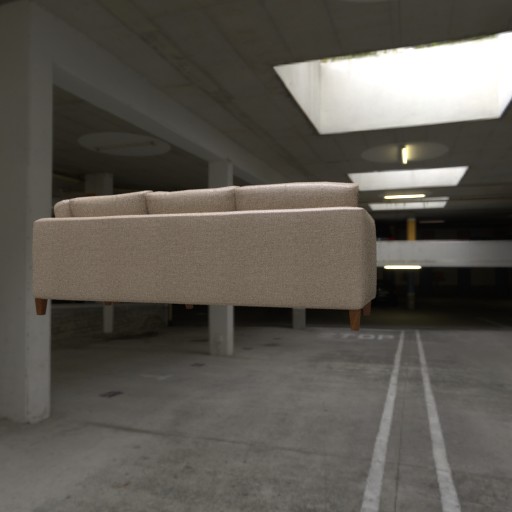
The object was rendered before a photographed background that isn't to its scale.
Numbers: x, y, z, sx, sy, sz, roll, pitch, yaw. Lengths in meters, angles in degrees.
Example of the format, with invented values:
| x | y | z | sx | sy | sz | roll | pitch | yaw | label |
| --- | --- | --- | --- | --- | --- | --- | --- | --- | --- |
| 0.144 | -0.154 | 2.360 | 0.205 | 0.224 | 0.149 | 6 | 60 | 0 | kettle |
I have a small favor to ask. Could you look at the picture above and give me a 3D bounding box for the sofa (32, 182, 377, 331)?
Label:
| x | y | z | sx | sy | sz | roll | pitch | yaw | label |
| --- | --- | --- | --- | --- | --- | --- | --- | --- | --- |
| 0.000 | 0.000 | 4.686 | 2.594 | 0.961 | 3.460 | 0 | -1 | 19 | sofa |
